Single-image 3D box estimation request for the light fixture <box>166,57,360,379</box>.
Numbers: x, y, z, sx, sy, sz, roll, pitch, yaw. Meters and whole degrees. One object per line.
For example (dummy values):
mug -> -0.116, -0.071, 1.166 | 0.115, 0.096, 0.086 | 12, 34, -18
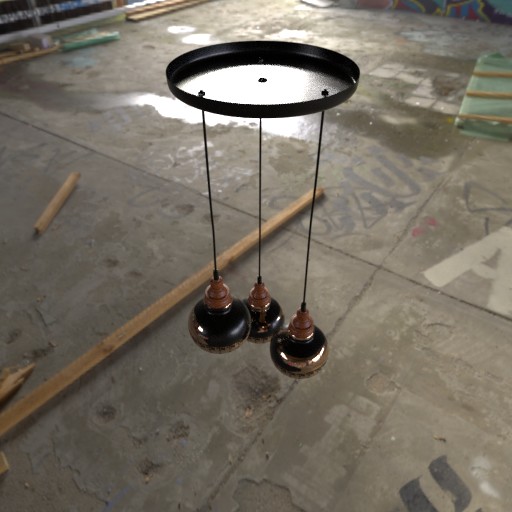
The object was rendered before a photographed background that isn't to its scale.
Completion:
light fixture -> 0.000, 0.000, 1.729 | 0.605, 1.410, 0.608 | -24, 46, -26
